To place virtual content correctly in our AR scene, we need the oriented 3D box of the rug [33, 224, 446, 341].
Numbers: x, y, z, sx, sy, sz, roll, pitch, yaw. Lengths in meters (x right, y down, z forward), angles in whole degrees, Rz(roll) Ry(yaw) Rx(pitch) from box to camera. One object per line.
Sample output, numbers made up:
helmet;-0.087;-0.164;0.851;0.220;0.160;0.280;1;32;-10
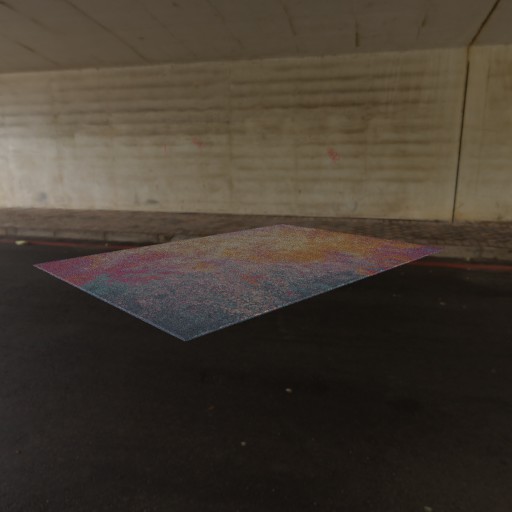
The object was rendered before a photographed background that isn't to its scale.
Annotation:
rug;0.000;0.000;3.732;2.896;0.013;2.007;-13;18;-43
